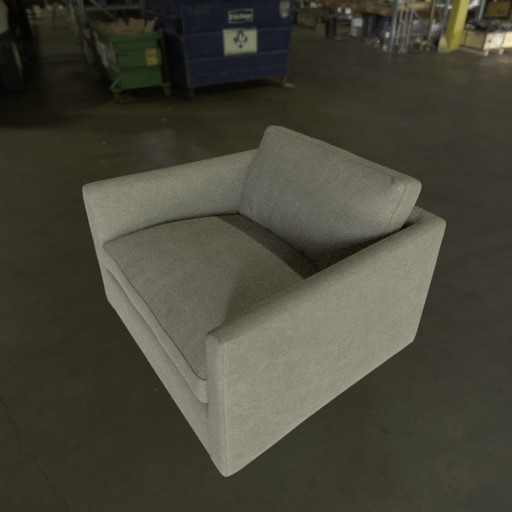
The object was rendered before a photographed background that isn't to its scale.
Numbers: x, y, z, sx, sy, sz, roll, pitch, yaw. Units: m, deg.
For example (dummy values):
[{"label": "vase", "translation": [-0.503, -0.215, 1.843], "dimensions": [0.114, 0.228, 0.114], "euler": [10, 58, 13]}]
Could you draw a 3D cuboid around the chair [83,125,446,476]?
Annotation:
[{"label": "chair", "translation": [0.000, 0.000, 1.910], "dimensions": [1.091, 0.845, 1.190], "euler": [-21, 39, -28]}]
